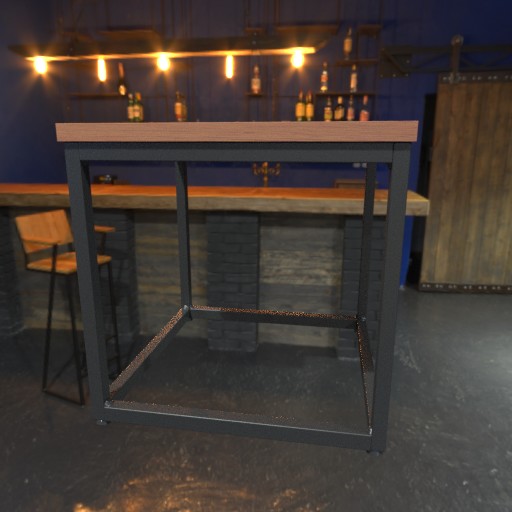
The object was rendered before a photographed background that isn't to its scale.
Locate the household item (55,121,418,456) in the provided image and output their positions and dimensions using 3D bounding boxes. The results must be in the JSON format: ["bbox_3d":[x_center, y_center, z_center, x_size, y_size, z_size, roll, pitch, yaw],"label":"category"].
[{"bbox_3d":[0.000,0.000,0.719,0.400,0.400,0.400,2,15,10],"label":"household item"}]
